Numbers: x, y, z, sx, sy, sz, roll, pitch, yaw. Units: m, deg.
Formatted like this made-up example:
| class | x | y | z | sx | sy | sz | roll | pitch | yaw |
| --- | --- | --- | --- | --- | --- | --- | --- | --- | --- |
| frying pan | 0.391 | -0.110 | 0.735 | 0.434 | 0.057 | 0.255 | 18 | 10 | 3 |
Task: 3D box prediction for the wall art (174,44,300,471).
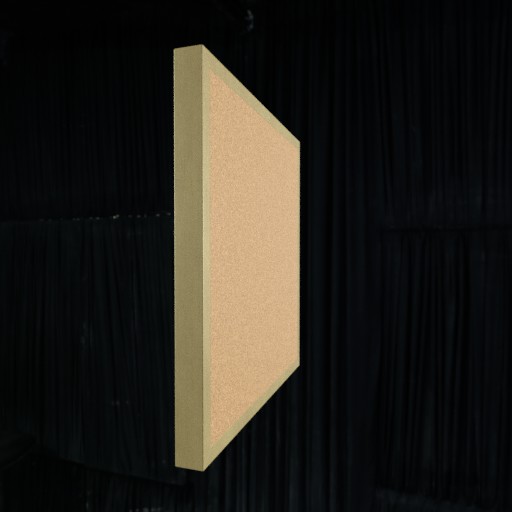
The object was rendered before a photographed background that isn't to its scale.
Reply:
| class | x | y | z | sx | sy | sz | roll | pitch | yaw |
| --- | --- | --- | --- | --- | --- | --- | --- | --- | --- |
| wall art | 0.000 | 0.000 | 0.773 | 0.038 | 0.508 | 0.508 | 0 | 1 | 19 |
